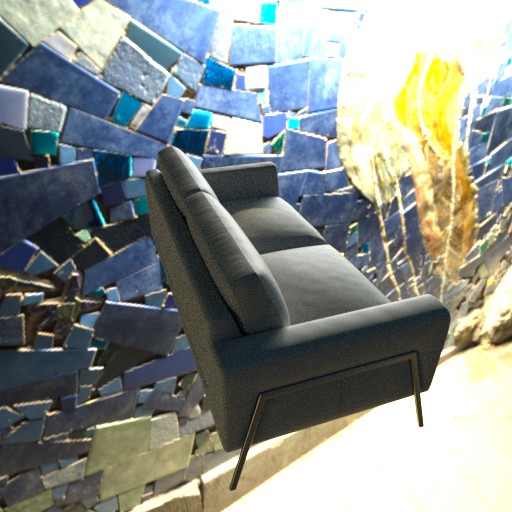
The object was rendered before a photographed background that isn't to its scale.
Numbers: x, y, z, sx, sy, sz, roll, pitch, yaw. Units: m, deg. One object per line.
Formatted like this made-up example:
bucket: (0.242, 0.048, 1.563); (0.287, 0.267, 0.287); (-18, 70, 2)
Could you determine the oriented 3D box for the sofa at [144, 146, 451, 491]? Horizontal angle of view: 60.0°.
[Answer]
sofa: (0.000, 0.000, 2.495); (0.953, 0.875, 2.017); (-10, 32, -17)
